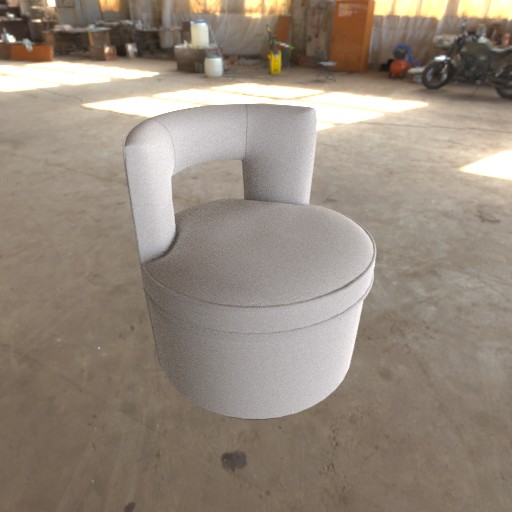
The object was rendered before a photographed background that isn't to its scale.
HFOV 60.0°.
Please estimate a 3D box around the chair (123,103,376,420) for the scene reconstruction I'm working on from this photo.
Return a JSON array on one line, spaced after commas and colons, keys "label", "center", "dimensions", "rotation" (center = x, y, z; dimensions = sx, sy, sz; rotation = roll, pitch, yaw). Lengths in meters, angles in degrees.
[{"label": "chair", "center": [0.000, 0.000, 1.265], "dimensions": [0.650, 0.723, 0.665], "rotation": [-23, 37, -33]}]
